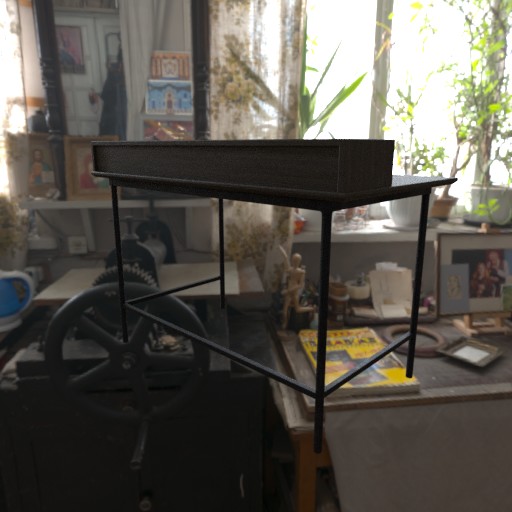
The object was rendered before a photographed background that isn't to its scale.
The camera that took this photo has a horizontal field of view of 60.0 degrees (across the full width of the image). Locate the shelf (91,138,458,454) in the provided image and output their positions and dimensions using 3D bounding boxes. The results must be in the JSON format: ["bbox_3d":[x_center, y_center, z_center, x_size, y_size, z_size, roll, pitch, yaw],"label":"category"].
[{"bbox_3d":[0.000,0.000,1.721,1.212,0.865,0.685,13,19,42],"label":"shelf"}]
